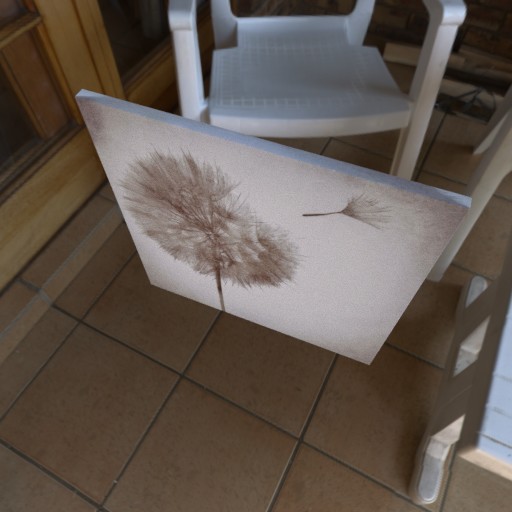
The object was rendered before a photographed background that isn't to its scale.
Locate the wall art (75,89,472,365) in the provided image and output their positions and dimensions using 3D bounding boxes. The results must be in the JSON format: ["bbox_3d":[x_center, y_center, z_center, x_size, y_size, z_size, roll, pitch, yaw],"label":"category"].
[{"bbox_3d":[0.000,0.000,1.126,0.762,0.762,0.027,19,59,12],"label":"wall art"}]
